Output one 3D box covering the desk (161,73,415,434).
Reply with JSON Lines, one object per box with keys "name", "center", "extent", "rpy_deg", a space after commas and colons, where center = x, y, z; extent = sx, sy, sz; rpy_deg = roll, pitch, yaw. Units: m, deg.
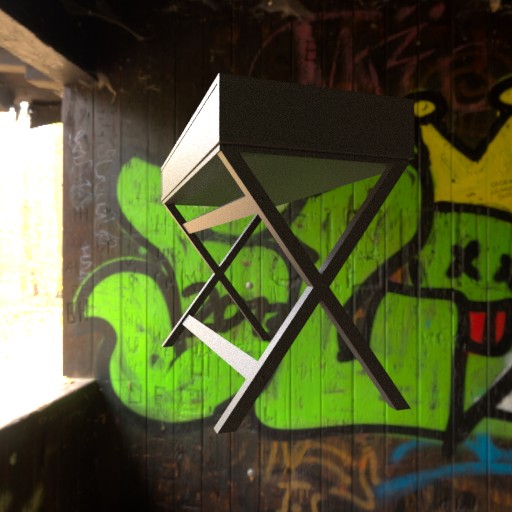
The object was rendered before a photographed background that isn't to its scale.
{"name": "desk", "center": [0.000, 0.000, 1.534], "extent": [0.525, 0.780, 1.057], "rpy_deg": [0, 0, -19]}
